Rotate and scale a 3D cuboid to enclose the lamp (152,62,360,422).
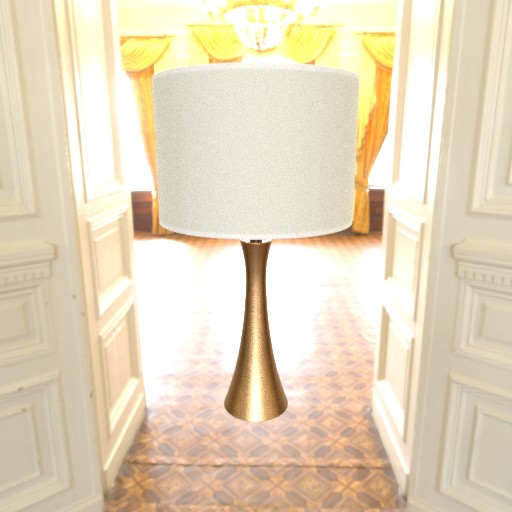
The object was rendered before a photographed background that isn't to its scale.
[{"bbox_3d":[0.000,0.000,0.643,0.268,0.479,0.268,-13,20,-42],"label":"lamp"}]
